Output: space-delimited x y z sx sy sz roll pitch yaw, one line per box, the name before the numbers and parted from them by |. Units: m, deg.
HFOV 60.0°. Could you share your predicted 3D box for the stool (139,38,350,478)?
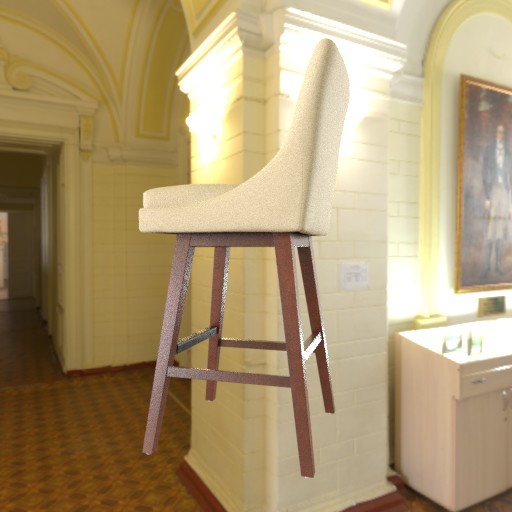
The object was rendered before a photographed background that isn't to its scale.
stool | 0.000 0.000 1.370 0.559 1.097 0.470 0 1 17
